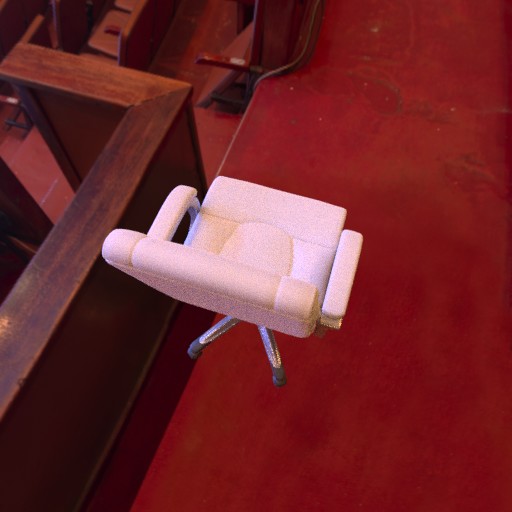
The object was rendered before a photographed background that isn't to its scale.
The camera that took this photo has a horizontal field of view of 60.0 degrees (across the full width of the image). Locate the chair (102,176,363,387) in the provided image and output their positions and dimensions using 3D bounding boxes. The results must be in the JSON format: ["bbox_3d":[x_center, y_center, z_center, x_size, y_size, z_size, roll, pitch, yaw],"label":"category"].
[{"bbox_3d":[0.000,0.000,1.544,0.687,1.120,0.738,16,63,8],"label":"chair"}]
